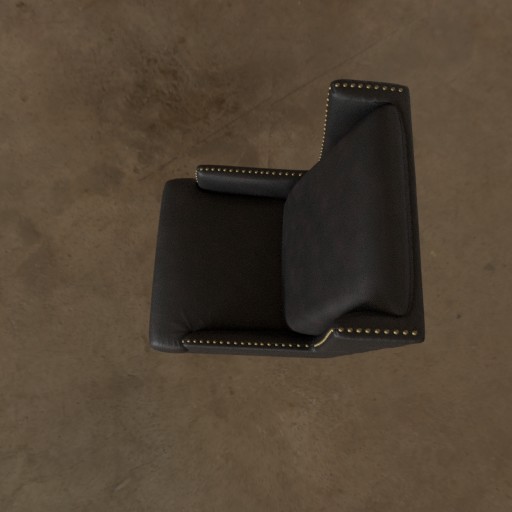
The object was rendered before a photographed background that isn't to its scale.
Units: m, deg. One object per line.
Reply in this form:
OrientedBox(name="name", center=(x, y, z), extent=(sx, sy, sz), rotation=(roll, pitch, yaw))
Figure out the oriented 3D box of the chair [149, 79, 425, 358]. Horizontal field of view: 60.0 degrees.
OrientedBox(name="chair", center=(0.000, 0.000, 1.623), extent=(0.799, 1.142, 0.703), rotation=(2, 75, 1))
